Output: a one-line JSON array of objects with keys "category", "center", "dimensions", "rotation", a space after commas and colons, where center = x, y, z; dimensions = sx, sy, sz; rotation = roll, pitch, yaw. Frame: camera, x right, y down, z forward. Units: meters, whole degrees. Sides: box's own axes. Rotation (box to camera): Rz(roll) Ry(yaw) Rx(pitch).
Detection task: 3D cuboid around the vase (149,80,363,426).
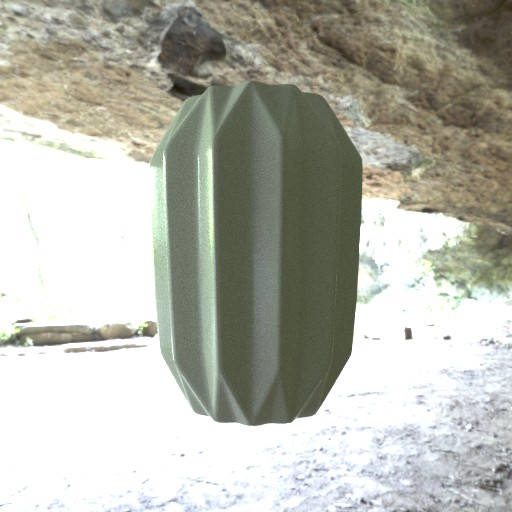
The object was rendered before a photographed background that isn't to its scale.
[{"category": "vase", "center": [0.000, 0.000, 0.412], "dimensions": [0.195, 0.275, 0.195], "rotation": [0, -2, 0]}]
